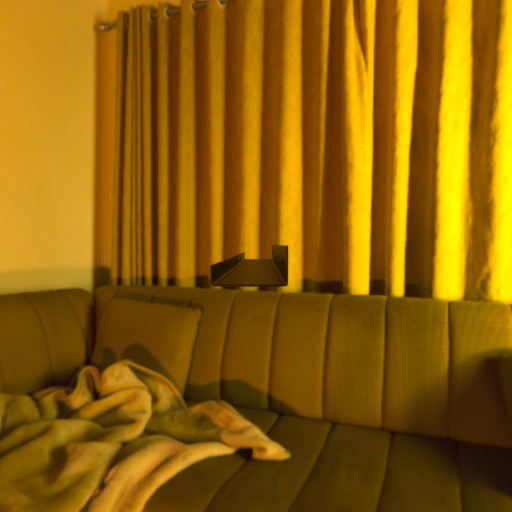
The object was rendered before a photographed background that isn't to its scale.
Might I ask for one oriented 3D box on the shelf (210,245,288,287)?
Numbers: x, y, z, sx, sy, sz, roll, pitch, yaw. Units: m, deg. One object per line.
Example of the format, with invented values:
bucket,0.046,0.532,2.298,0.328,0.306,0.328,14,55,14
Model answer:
shelf,0.000,0.000,0.985,0.092,0.049,0.924,0,1,1
